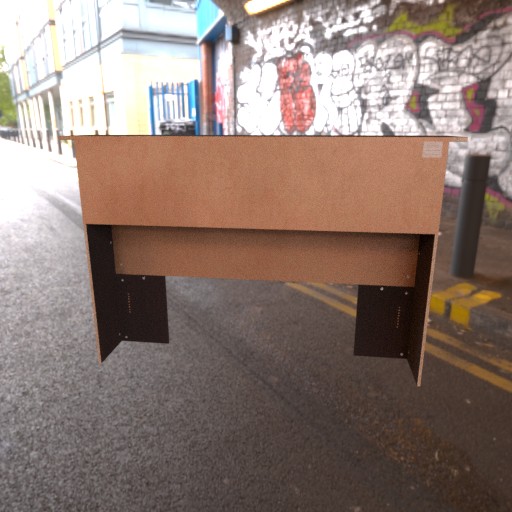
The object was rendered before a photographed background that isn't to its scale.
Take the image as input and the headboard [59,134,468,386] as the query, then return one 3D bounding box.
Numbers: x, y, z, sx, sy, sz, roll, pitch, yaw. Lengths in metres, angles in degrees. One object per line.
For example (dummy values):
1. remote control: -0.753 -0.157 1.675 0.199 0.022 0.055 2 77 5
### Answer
1. headboard: 0.000 0.000 2.085 1.671 1.092 0.279 2 17 7
